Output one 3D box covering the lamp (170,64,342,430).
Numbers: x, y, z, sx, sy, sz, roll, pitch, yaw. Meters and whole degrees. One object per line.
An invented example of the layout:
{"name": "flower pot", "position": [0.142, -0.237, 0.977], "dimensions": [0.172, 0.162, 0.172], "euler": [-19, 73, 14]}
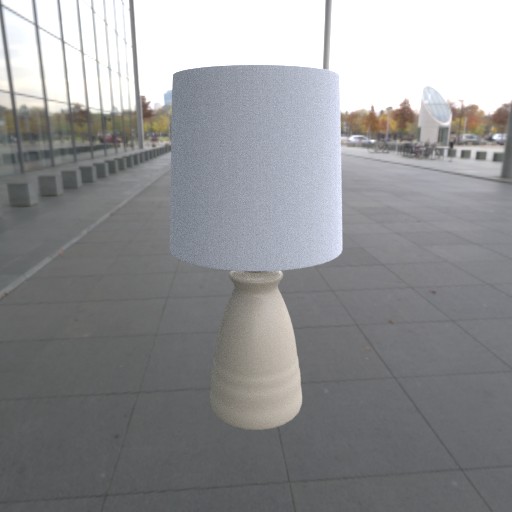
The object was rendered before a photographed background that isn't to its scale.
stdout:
{"name": "lamp", "position": [0.000, 0.000, 0.490], "dimensions": [0.186, 0.369, 0.186], "euler": [0, 15, 0]}
